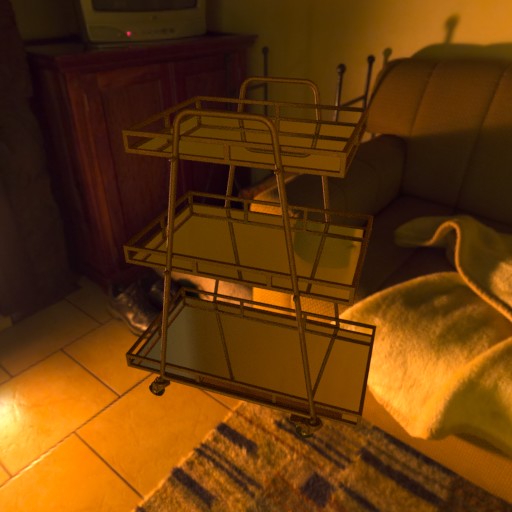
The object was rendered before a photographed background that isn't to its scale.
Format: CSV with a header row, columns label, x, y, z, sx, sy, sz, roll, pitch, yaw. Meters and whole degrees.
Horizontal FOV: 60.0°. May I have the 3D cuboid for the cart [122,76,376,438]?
label,x,y,z,sx,sy,sz,roll,pitch,yaw
cart,0.000,0.000,1.246,0.711,0.883,0.441,10,33,16
